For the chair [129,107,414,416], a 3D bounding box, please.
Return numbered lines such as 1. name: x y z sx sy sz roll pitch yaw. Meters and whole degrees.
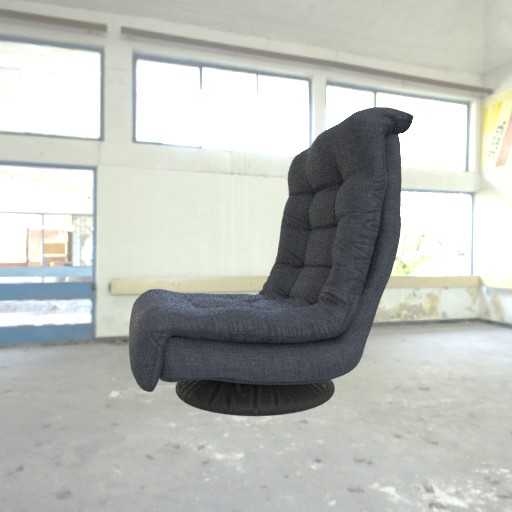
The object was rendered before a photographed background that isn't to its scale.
1. chair: 0.000 0.000 1.208 0.668 0.749 0.597 0 0 -17
